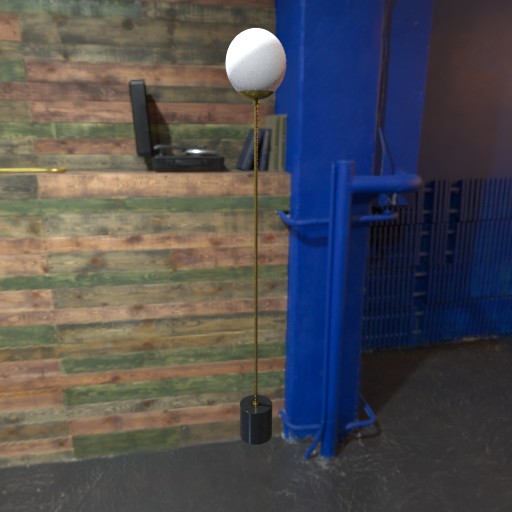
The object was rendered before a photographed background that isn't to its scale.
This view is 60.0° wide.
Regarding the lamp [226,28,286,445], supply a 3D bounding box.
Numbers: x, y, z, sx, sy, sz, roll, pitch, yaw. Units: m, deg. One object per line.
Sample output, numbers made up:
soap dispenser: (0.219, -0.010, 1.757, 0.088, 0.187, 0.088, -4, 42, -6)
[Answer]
lamp: (0.000, 0.000, 1.875, 0.229, 1.748, 0.229, -2, 15, -9)
